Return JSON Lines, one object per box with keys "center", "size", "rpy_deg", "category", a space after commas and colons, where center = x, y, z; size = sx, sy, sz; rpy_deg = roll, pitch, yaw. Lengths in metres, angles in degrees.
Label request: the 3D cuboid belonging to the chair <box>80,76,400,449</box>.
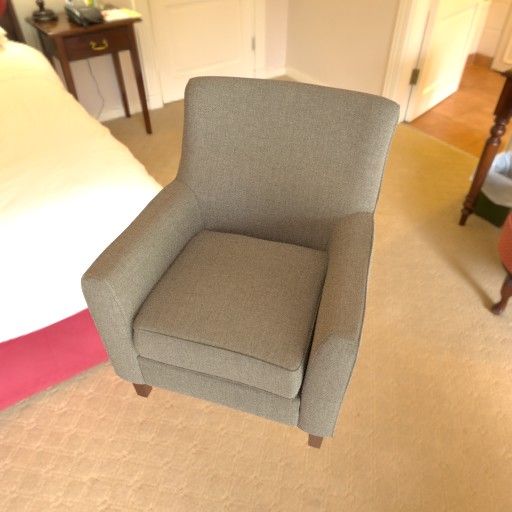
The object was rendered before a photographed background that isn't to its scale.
{"center": [0.000, 0.000, 1.756], "size": [0.887, 1.047, 0.993], "rpy_deg": [12, 43, 13], "category": "chair"}
